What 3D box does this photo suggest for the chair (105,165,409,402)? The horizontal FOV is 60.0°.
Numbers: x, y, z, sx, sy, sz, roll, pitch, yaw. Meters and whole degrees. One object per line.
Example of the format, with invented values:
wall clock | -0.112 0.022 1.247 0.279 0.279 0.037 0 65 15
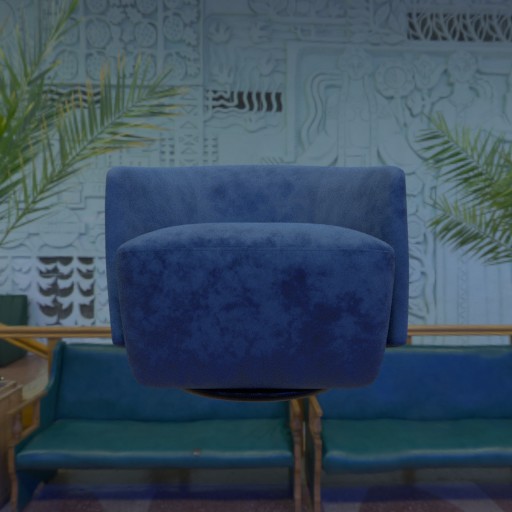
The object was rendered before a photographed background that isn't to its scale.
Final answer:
chair | 0.000 0.000 1.372 0.773 0.698 0.767 0 0 0
